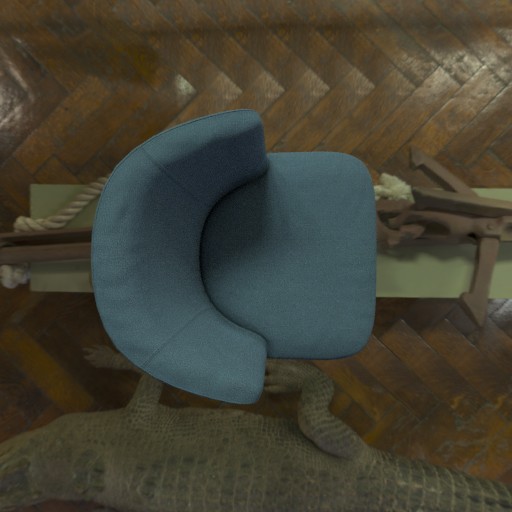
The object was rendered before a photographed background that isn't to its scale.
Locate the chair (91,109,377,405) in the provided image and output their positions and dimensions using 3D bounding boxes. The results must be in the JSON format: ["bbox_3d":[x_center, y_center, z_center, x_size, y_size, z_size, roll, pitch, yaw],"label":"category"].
[{"bbox_3d":[0.000,0.000,1.319,0.702,0.760,0.661,0,91,1],"label":"chair"}]
